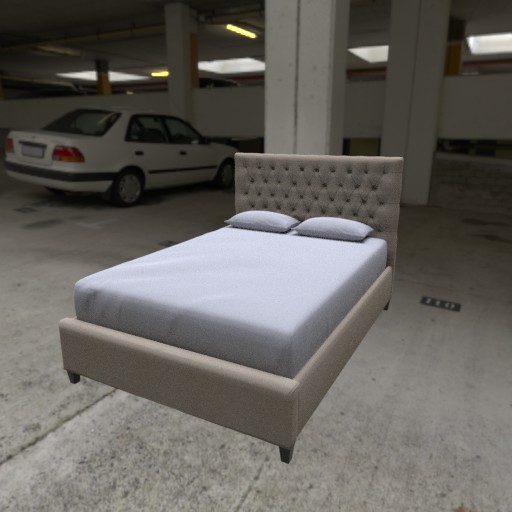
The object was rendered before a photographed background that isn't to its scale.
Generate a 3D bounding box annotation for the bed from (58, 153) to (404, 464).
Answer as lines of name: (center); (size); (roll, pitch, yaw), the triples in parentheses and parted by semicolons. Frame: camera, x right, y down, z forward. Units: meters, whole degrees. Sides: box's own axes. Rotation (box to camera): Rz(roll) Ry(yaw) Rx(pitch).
bed: (0.000, 0.000, 3.437); (1.698, 1.427, 2.387); (8, 18, 27)
